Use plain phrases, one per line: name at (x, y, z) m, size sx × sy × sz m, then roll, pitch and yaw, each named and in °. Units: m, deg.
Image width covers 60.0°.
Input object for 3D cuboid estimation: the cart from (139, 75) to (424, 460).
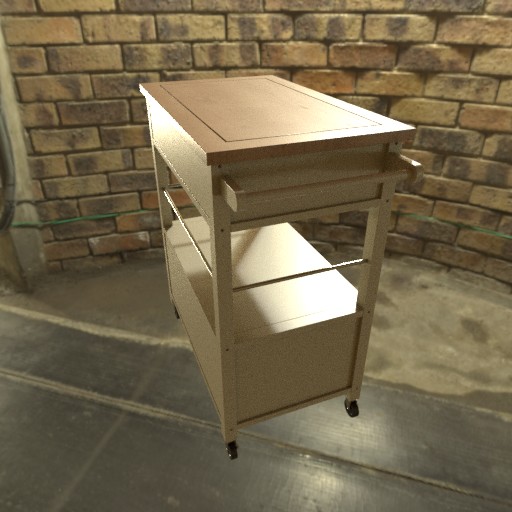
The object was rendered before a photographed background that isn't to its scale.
cart at (0.000, 0.000, 1.362) m, size 0.459 × 0.901 × 0.840 m, roll -11°, pitch 32°, yaw -18°
